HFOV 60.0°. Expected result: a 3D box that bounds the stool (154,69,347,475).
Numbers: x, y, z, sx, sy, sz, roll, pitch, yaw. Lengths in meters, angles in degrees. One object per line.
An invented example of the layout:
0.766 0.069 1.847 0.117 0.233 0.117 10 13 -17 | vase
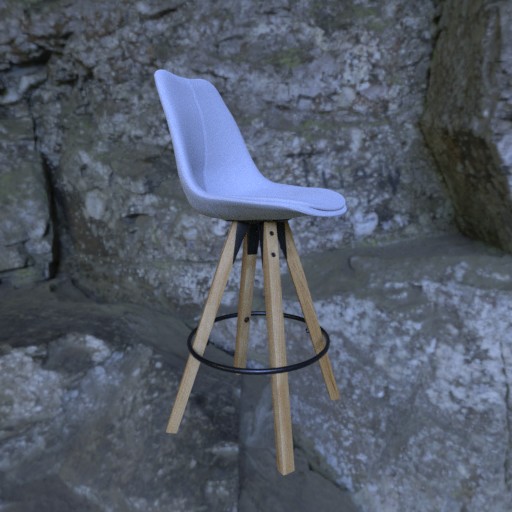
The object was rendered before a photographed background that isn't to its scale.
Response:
0.000 0.000 1.406 0.550 1.115 0.484 7 15 27 | stool
